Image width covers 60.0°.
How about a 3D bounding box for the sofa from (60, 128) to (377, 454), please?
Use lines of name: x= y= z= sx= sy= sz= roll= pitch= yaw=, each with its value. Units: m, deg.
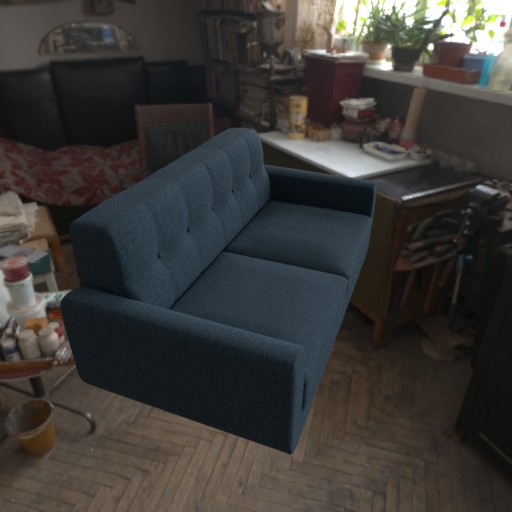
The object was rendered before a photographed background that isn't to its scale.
sofa: x=0.000 y=0.000 z=2.217 sx=0.942 sy=0.896 sz=1.651 roll=12 pitch=33 yaw=19
